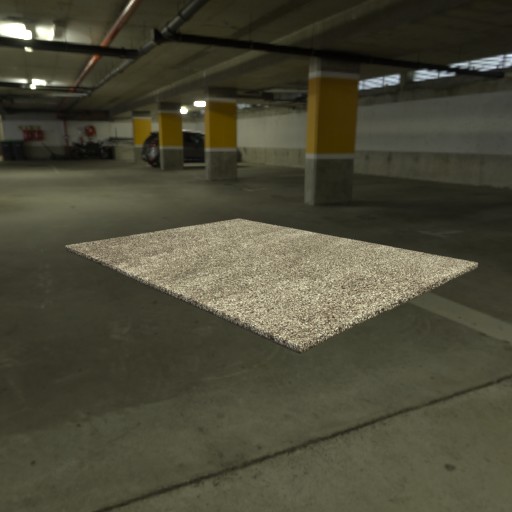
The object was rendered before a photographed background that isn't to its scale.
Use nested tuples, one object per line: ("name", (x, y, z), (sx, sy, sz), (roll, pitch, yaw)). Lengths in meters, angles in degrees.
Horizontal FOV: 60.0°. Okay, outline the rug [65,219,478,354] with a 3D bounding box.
("rug", (0.000, 0.000, 2.122), (1.198, 0.025, 1.601), (-13, 20, -42))
